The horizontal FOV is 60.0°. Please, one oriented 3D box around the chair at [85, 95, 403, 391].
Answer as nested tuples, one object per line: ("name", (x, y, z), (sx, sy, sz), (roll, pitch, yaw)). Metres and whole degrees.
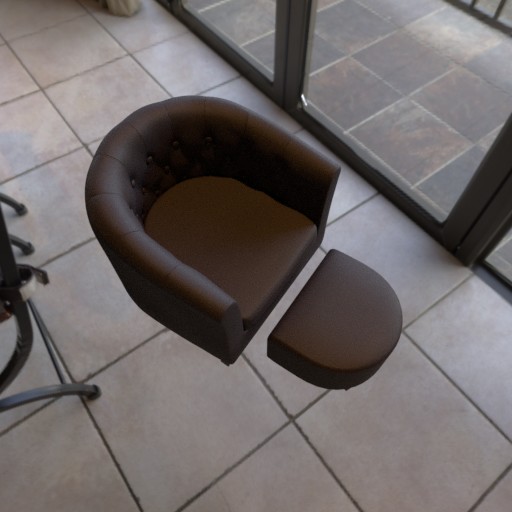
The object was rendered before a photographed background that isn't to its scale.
("chair", (0.000, 0.000, 1.683), (1.191, 0.760, 0.763), (30, 63, 17))
